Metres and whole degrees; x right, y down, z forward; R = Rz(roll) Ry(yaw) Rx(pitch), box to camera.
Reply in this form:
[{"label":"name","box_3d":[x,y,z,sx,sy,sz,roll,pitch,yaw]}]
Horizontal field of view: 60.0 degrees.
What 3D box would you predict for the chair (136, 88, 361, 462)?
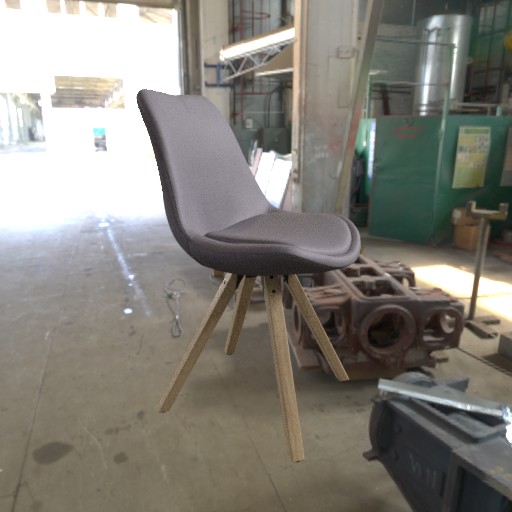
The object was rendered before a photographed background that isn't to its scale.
[{"label":"chair","box_3d":[0.000,0.000,1.217,0.547,0.865,0.483,8,17,26]}]
